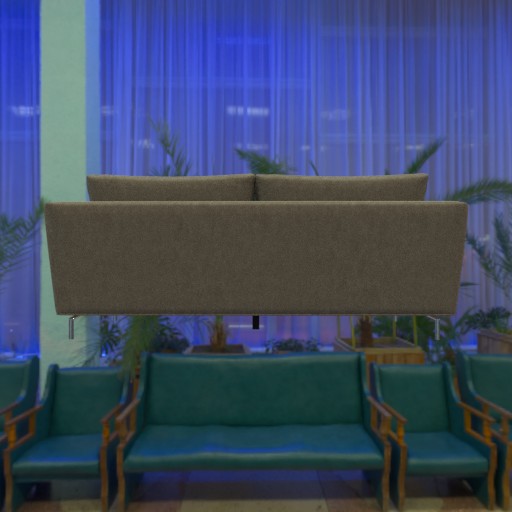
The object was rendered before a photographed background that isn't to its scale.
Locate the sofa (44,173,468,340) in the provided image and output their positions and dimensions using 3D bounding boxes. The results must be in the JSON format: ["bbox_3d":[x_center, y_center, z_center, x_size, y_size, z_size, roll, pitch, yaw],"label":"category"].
[{"bbox_3d":[0.000,0.000,2.602,2.121,0.864,0.889,0,-1,0],"label":"sofa"}]
